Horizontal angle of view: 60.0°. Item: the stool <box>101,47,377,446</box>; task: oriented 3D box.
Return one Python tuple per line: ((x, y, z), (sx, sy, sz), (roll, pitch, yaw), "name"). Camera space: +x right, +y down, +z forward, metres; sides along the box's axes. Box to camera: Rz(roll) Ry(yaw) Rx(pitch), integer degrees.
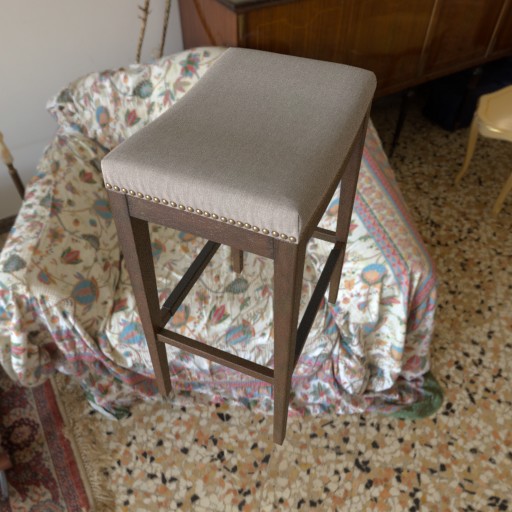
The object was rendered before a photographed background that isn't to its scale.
((0.000, 0.000, 1.047), (0.356, 0.762, 0.508), (17, 49, 15), "stool")
